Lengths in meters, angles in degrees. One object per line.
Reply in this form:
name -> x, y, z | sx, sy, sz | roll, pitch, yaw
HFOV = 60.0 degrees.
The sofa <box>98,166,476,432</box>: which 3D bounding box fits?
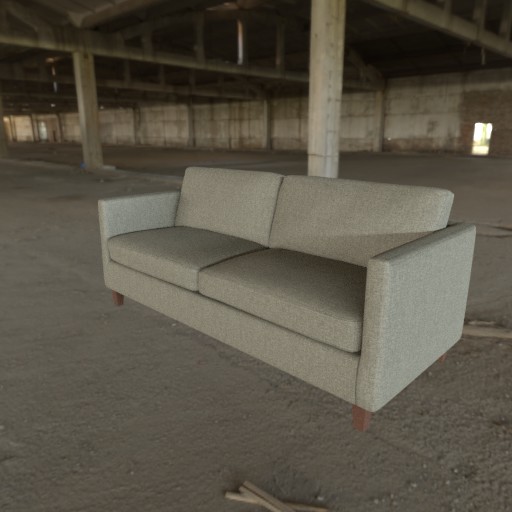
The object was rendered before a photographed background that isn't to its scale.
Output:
sofa -> 0.000, 0.000, 2.700 | 2.208, 0.960, 0.956 | 15, 21, 42
